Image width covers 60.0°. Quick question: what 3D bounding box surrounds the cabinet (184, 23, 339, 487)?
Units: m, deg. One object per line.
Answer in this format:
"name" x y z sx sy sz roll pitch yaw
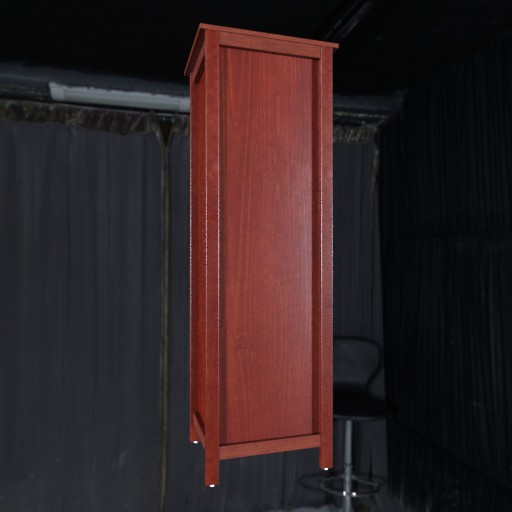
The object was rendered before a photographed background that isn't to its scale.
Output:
"cabinet" 0.000 0.000 1.706 0.500 1.518 0.401 0 0 -16
